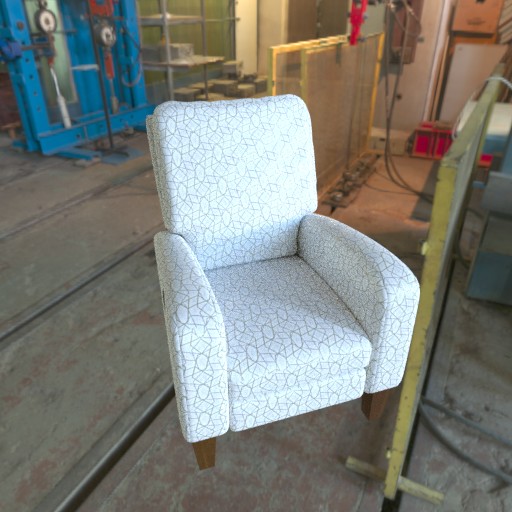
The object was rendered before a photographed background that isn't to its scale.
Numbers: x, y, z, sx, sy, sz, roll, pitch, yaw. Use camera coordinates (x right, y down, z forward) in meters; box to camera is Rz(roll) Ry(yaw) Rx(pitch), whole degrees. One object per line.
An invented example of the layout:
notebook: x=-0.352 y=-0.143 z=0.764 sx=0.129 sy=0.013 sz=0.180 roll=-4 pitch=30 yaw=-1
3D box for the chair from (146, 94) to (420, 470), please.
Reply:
chair: x=0.000 y=0.000 z=1.723 sx=0.796 sy=1.064 sz=0.995 roll=-9 pitch=32 yaw=-16
